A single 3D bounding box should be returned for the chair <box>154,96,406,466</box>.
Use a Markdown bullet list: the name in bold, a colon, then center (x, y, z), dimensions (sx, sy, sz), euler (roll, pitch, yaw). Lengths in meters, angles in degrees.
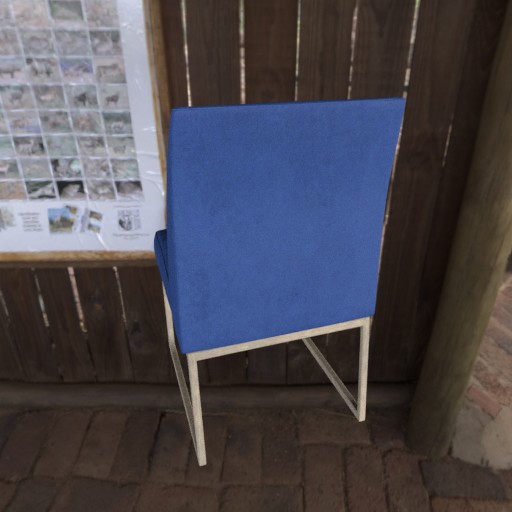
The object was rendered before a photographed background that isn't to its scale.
- **chair**: center (0.000, 0.000, 1.213), dimensions (0.508, 0.863, 0.522), euler (-8, 28, -16)
